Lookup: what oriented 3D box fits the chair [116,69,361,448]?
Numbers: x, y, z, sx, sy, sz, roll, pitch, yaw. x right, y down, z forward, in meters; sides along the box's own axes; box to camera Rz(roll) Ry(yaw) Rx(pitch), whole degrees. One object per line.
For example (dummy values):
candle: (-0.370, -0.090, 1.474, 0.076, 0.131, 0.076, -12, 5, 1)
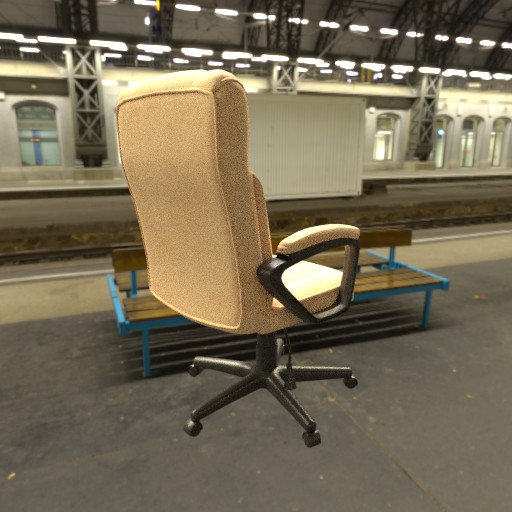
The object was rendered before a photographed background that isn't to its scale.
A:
chair: (0.000, 0.000, 1.513, 0.724, 1.105, 0.667, -13, 19, -42)
